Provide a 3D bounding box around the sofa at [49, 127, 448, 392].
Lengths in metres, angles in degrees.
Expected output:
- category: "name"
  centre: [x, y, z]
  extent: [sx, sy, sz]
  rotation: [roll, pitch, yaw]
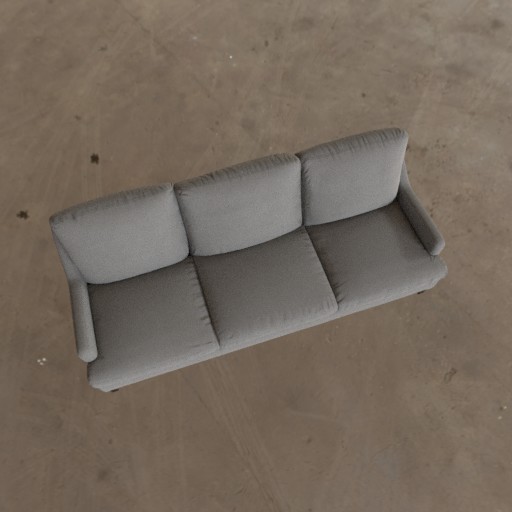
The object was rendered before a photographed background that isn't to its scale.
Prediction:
- category: "sofa"
  centre: [0.000, 0.000, 2.859]
  extent: [2.344, 0.926, 0.987]
  rotation: [-16, 65, -8]
